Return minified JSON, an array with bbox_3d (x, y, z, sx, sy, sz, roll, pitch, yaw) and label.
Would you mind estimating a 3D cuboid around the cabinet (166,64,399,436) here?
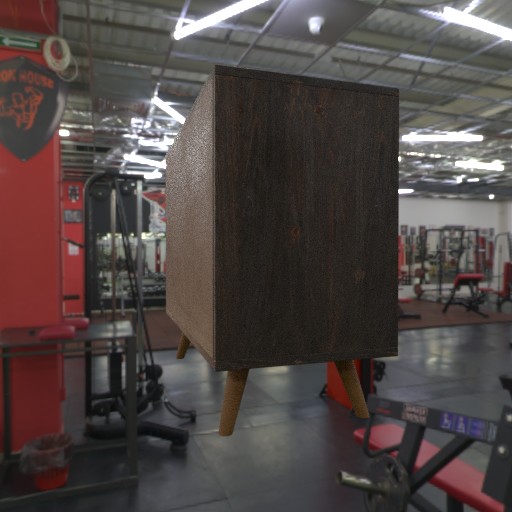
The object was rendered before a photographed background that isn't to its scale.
[{"bbox_3d":[0.000,0.000,1.590,0.529,0.897,1.023,0,1,-18],"label":"cabinet"}]
